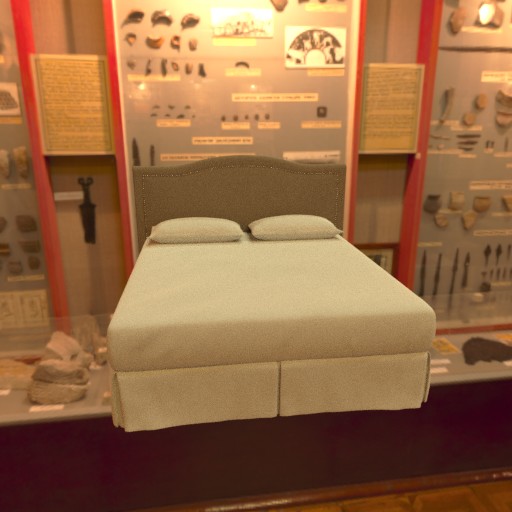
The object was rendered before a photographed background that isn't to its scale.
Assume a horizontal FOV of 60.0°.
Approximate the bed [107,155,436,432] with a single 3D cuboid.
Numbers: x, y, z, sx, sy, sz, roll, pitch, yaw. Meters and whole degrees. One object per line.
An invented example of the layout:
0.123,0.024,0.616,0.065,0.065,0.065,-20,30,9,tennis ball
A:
0.000,0.000,3.490,2.083,1.421,2.182,-2,17,-7,bed
